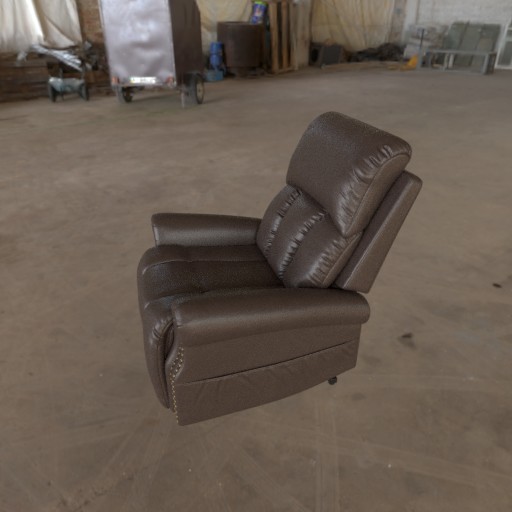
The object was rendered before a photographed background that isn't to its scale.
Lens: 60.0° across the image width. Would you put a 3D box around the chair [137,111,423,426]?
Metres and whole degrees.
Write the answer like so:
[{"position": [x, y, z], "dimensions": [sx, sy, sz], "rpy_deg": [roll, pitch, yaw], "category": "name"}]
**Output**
[{"position": [0.000, 0.000, 1.817], "dimensions": [0.978, 1.028, 0.869], "rpy_deg": [-8, 30, -15], "category": "chair"}]
